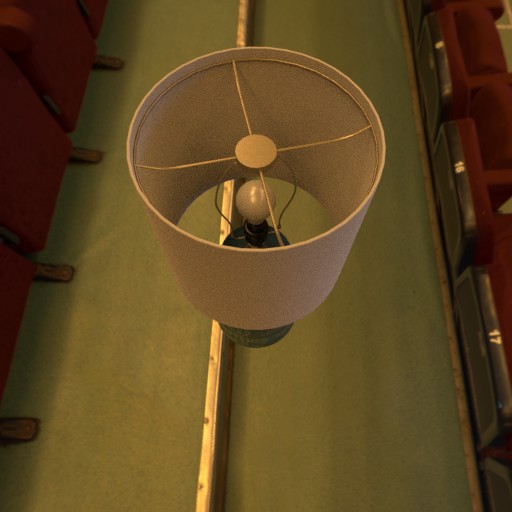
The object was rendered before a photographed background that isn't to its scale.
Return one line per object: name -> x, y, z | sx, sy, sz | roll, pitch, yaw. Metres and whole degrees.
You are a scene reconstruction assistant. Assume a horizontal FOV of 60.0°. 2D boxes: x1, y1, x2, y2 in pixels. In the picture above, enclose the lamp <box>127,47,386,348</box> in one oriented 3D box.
lamp -> 0.000, 0.000, 0.568 | 0.211, 0.455, 0.211 | 2, 64, 1
